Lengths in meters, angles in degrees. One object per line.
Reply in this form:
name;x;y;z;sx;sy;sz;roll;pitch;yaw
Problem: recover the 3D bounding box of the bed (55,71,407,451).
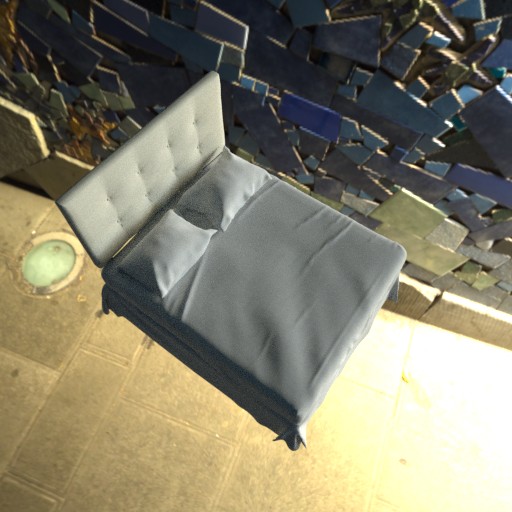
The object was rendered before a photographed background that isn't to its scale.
bed;0.000;0.000;3.551;2.222;1.577;1.936;32;65;17
